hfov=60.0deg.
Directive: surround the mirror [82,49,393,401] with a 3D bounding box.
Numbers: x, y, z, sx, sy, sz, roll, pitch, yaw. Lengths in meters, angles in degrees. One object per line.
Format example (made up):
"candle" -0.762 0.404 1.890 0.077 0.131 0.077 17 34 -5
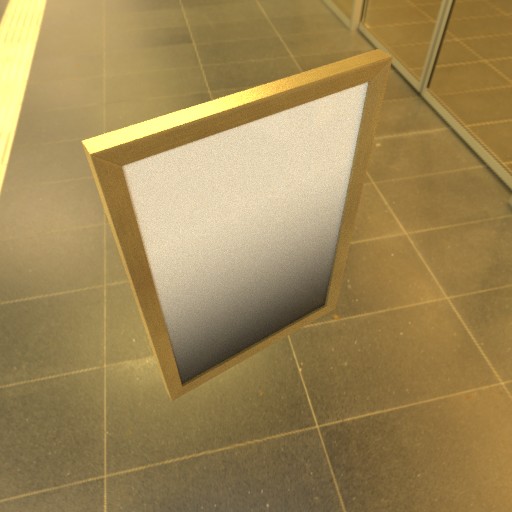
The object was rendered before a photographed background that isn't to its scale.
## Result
"mirror" 0.000 0.000 0.909 0.507 0.710 0.040 -25 53 -21
